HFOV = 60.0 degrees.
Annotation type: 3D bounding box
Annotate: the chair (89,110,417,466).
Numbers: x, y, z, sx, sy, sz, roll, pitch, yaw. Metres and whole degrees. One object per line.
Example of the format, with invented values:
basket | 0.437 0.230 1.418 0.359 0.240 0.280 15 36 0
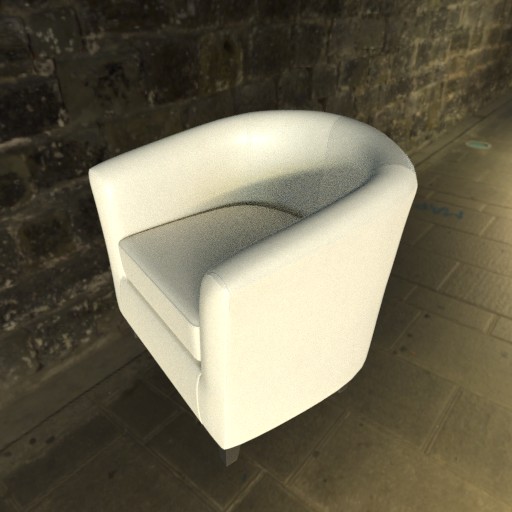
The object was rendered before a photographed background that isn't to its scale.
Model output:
chair | 0.000 0.000 1.378 0.727 0.756 0.792 -21 37 -30
